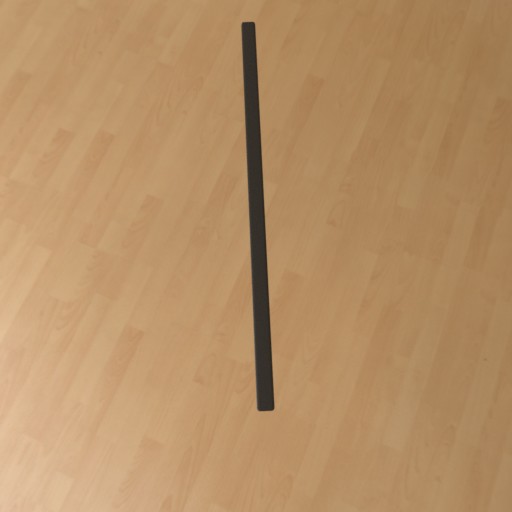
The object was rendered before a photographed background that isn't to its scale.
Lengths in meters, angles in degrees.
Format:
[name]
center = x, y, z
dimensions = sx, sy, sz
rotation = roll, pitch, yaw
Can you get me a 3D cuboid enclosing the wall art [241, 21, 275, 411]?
[wall art]
center = 0.000, 0.000, 0.799
dimensions = 0.018, 0.582, 0.481
rotation = -2, 76, -1
